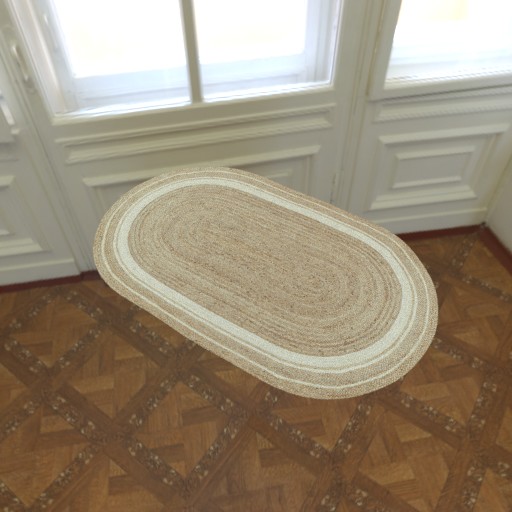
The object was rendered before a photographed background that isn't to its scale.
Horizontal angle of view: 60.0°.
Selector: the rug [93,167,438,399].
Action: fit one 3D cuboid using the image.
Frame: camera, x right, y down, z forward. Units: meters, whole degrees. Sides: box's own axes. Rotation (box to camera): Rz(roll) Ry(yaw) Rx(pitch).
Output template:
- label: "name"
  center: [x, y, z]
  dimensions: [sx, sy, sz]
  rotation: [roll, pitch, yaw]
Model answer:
- label: "rug"
  center: [0.000, 0.000, 3.014]
  dimensions: [2.432, 0.006, 1.520]
  rotation: [26, 52, 22]
